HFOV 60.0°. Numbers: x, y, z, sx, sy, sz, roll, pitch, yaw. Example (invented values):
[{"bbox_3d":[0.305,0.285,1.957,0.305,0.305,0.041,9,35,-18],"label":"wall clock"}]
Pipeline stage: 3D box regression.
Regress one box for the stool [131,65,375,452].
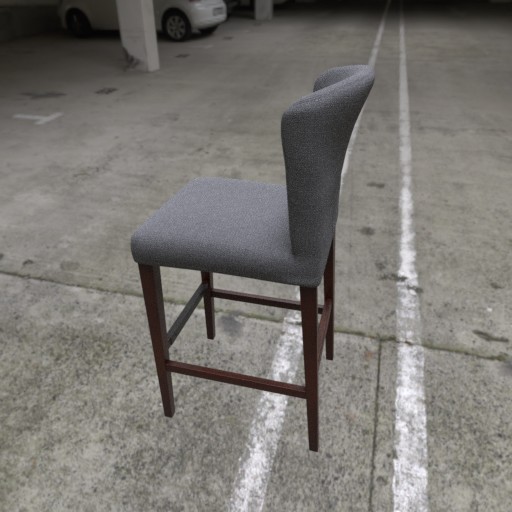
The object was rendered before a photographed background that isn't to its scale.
[{"bbox_3d":[0.000,0.000,1.340,0.568,1.069,0.486,8,31,13],"label":"stool"}]
